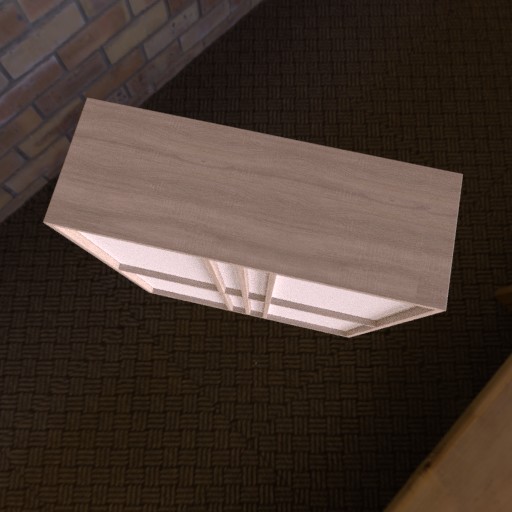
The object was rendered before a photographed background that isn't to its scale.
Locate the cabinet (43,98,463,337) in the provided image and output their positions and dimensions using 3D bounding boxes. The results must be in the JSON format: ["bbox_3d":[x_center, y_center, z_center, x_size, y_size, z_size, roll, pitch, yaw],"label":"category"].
[{"bbox_3d":[0.000,0.000,1.910,1.111,1.388,0.398,12,77,3],"label":"cabinet"}]
